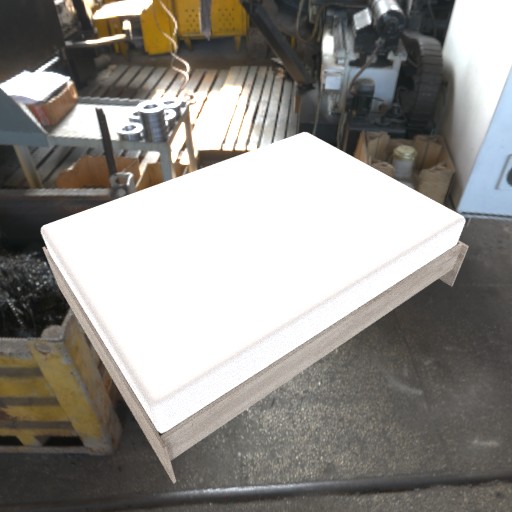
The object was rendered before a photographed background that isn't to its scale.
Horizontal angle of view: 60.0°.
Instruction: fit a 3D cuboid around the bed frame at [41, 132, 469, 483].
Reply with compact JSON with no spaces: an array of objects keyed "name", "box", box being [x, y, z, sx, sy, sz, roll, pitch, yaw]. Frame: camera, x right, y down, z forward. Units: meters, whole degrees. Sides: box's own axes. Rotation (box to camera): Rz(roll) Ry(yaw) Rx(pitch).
[{"name":"bed frame","box":[0.000,0.000,2.564,1.945,0.497,1.445,-26,48,-27]}]
